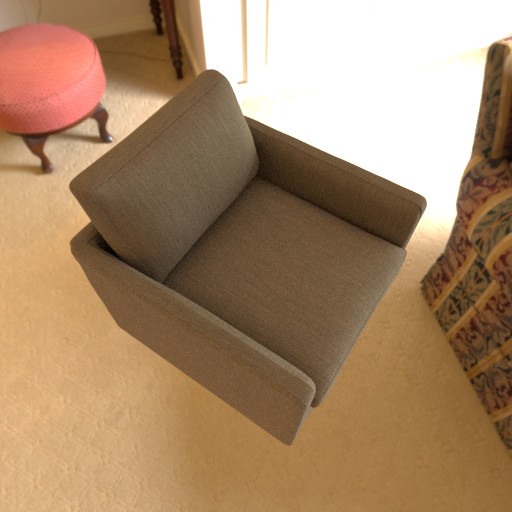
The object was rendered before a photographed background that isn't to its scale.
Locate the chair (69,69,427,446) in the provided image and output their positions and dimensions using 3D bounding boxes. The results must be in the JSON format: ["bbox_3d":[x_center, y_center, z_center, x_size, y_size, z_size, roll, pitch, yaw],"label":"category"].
[{"bbox_3d":[0.000,0.000,1.465,0.834,0.811,0.763,30,62,17],"label":"chair"}]
